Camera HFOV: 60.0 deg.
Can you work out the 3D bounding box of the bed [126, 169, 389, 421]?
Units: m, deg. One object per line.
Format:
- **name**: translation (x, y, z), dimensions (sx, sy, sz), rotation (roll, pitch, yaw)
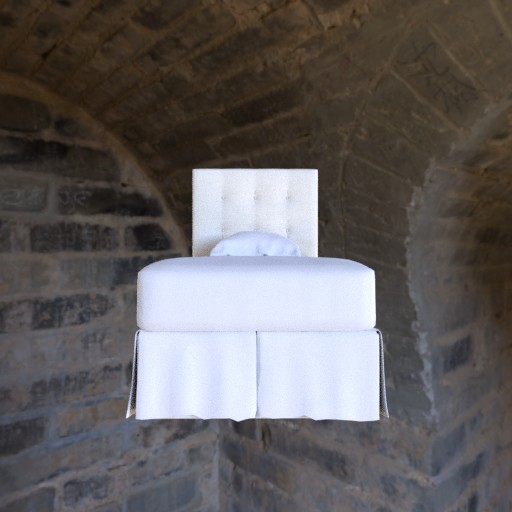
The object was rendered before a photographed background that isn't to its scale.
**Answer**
- **bed**: translation (0.000, 0.000, 3.077), dimensions (1.261, 1.571, 1.997), rotation (0, 0, 0)
